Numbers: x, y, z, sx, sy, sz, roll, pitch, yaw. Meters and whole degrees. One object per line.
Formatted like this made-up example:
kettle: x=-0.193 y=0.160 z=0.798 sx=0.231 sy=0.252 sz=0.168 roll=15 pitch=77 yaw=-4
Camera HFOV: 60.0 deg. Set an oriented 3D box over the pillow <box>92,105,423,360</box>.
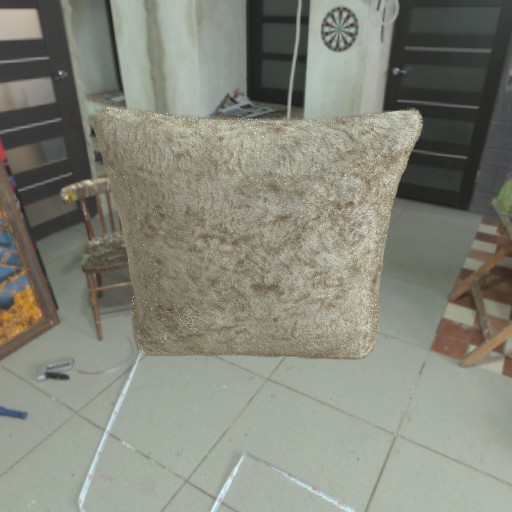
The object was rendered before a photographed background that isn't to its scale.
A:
pillow: x=0.000 y=0.000 z=0.817 sx=0.538 sy=0.525 sz=0.216 roll=1 pitch=29 yaw=2
